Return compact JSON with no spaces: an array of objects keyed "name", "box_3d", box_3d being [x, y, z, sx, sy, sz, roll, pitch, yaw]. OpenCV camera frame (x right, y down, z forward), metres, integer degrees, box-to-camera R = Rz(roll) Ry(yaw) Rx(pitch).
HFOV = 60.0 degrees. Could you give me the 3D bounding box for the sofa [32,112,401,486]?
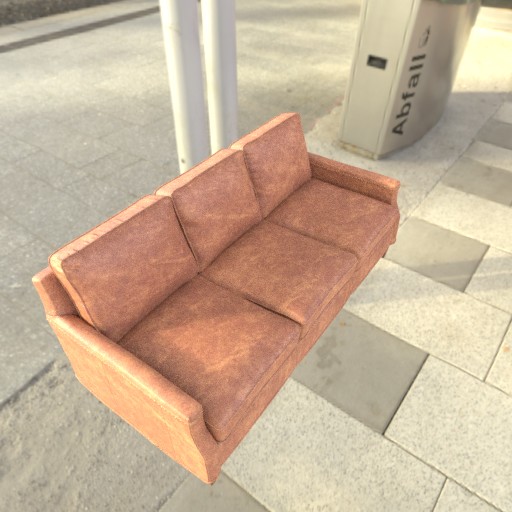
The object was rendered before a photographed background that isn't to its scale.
[{"name":"sofa","box_3d":[0.000,0.000,2.732,1.084,1.003,2.246,25,47,26]}]
